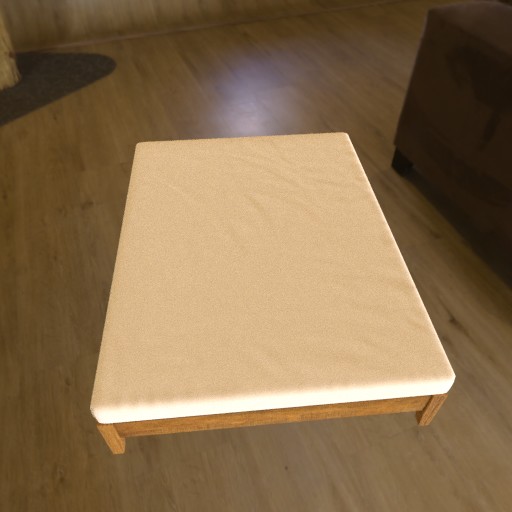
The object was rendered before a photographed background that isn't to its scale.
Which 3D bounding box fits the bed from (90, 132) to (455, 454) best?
[{"bbox_3d":[0.000,0.000,2.652,1.536,0.431,2.016,-4,46,-4],"label":"bed"}]
